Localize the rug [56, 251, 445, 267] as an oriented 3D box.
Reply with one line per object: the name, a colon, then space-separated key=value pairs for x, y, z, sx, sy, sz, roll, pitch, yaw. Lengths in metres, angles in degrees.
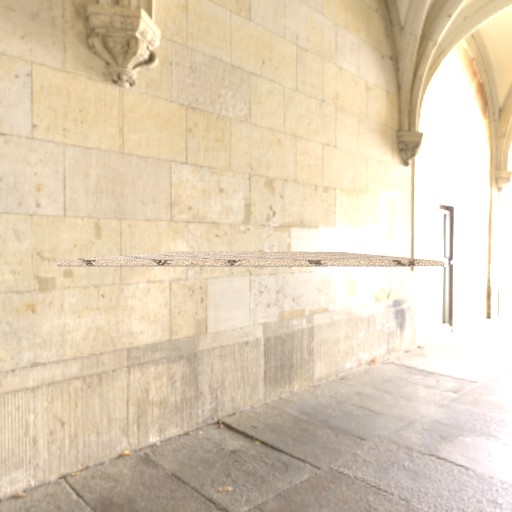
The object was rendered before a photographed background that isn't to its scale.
rug: x=0.000 y=0.000 z=3.372 sx=1.778 sy=0.030 sz=2.743 roll=0 pitch=1 yaw=1
